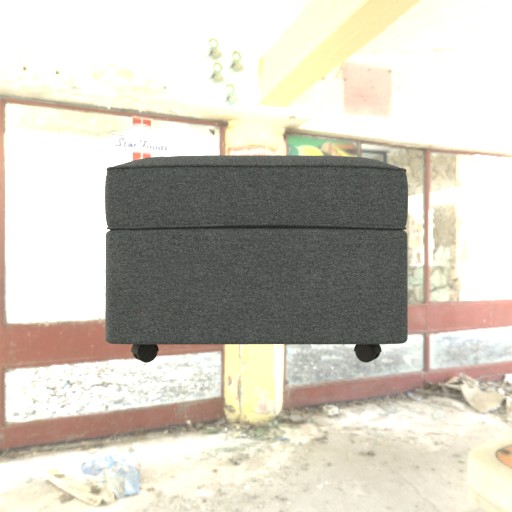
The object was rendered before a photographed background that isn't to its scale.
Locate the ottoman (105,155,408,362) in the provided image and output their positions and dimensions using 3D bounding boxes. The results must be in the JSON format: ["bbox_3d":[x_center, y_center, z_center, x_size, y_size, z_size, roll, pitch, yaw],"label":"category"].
[{"bbox_3d":[0.000,0.000,1.539,0.681,0.494,1.173,0,0,0],"label":"ottoman"}]
